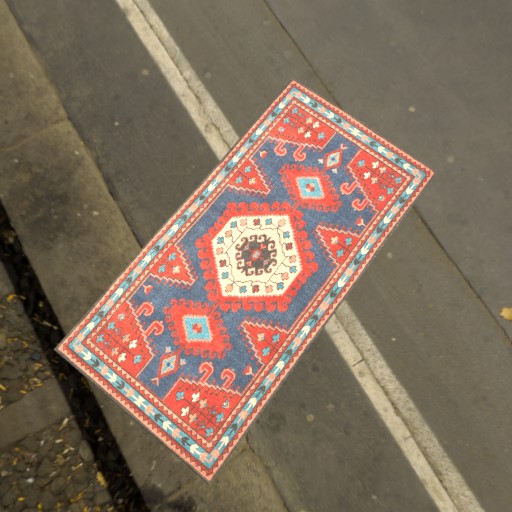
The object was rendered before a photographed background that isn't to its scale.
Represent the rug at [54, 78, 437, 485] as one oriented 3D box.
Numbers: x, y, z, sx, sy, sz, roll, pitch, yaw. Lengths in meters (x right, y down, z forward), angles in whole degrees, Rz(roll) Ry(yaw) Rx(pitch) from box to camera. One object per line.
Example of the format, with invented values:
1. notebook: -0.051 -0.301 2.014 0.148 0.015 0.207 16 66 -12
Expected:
1. rug: 0.000 0.000 3.536 1.522 0.034 3.032 37 78 9
